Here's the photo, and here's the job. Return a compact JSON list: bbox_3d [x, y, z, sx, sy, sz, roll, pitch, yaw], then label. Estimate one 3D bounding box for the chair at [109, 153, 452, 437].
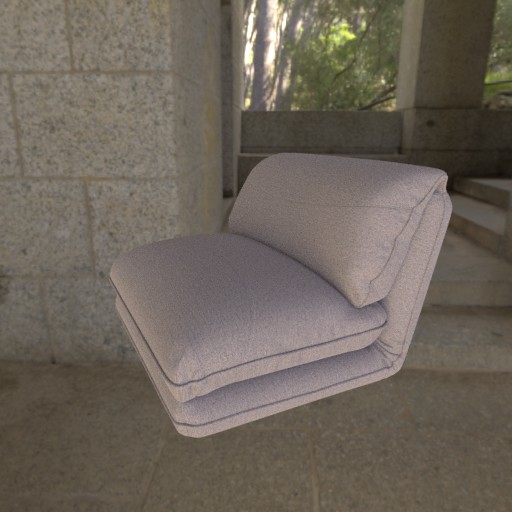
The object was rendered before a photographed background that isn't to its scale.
[{"bbox_3d":[0.000,0.000,1.353,0.780,0.580,0.820,-8,18,-25],"label":"chair"}]
